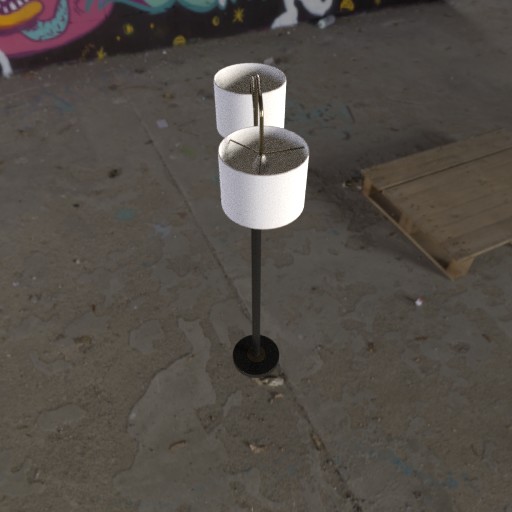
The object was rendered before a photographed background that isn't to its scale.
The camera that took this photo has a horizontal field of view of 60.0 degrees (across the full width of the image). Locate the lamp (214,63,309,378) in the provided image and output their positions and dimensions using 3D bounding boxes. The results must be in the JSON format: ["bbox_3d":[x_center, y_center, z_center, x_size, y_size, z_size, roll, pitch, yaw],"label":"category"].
[{"bbox_3d":[0.000,0.000,1.865,0.254,1.587,0.711,-4,46,-4],"label":"lamp"}]
